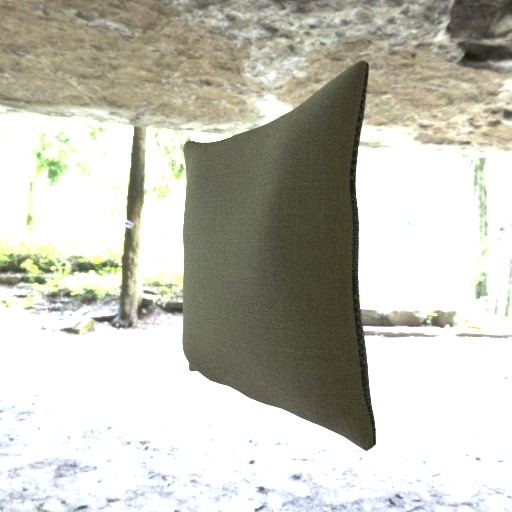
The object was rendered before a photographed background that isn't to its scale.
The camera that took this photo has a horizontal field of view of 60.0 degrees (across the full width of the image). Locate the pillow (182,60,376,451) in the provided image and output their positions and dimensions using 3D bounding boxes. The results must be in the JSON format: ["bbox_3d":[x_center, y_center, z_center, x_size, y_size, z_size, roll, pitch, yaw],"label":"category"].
[{"bbox_3d":[0.000,0.000,0.663,0.138,0.432,0.435,0,0,-36],"label":"pillow"}]
